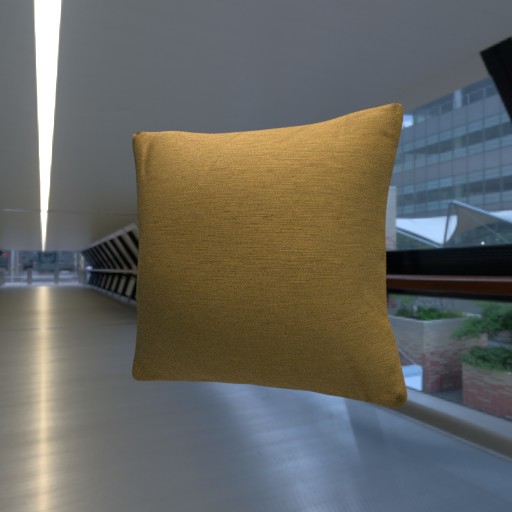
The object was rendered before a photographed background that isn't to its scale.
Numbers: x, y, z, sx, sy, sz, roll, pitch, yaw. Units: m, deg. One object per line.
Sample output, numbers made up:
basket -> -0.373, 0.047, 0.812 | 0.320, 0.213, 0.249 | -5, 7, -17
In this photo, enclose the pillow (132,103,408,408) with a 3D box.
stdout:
pillow -> 0.000, 0.000, 0.675 | 0.435, 0.417, 0.247 | 0, -1, 19
